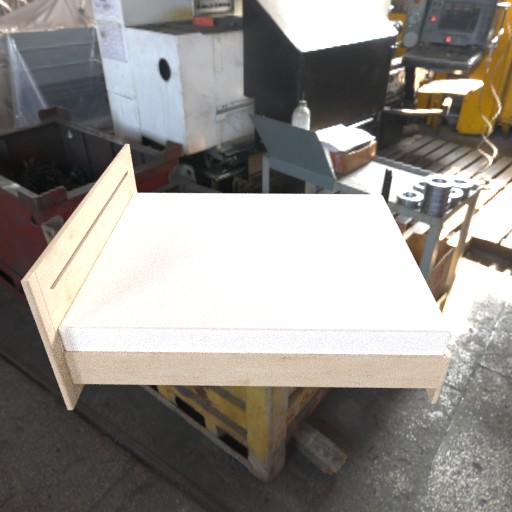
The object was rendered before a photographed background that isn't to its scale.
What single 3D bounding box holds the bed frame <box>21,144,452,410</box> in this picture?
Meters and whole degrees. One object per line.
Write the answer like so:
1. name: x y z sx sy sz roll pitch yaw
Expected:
1. bed frame: 0.000 0.000 2.969 2.080 0.900 1.800 1 34 1
